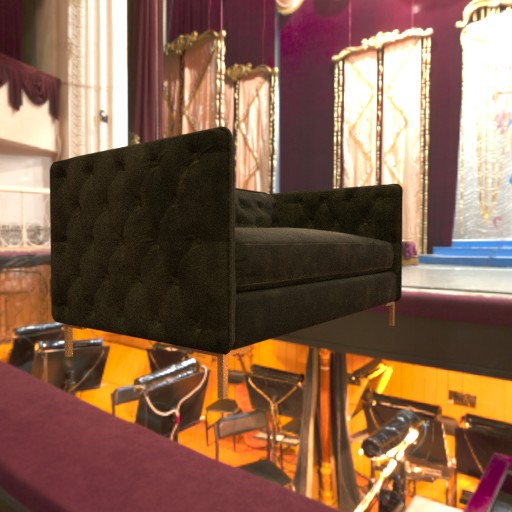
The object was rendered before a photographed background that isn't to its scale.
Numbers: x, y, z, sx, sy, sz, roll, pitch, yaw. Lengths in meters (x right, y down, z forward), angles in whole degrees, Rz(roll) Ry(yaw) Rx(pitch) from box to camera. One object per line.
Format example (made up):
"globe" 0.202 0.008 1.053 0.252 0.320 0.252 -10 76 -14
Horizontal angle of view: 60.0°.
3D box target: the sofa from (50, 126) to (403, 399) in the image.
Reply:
"sofa" 0.000 0.000 2.057 0.895 0.768 1.537 1 2 36
